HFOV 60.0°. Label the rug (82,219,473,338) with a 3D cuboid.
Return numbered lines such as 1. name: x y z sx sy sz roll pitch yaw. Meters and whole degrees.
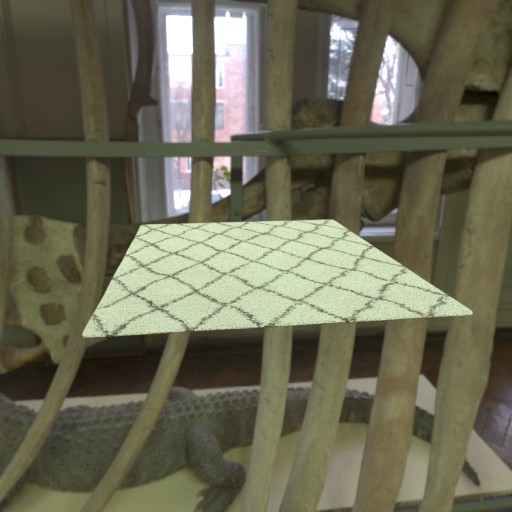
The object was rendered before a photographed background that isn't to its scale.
1. rug: 0.000 0.000 4.150 2.438 0.029 3.047 -2 16 -7
